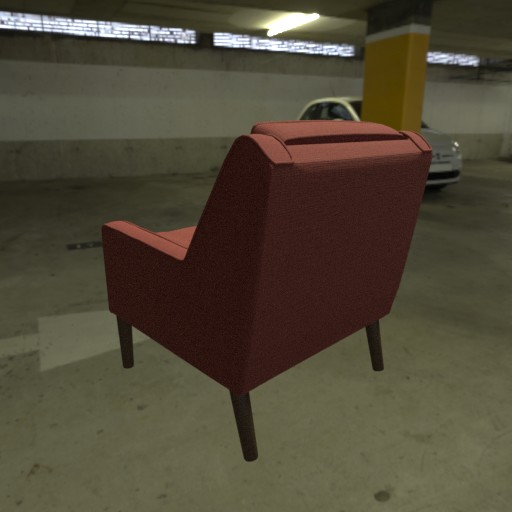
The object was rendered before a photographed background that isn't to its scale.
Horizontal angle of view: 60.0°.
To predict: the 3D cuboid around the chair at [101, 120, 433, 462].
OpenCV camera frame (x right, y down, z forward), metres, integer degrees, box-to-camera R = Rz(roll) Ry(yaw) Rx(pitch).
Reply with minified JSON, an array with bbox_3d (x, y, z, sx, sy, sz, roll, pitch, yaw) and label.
[{"bbox_3d":[0.000,0.000,1.389,0.680,0.812,0.770,-16,23,-42],"label":"chair"}]
